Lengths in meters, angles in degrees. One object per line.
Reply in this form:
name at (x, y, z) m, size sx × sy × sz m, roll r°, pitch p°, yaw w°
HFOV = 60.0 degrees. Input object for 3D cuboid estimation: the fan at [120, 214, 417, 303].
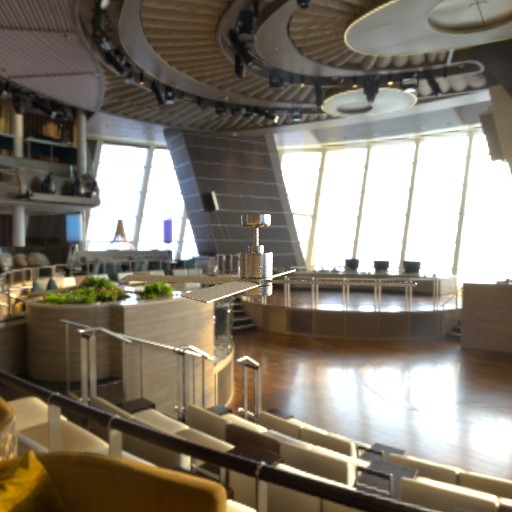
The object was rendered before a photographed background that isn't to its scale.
fan at (0.000, 0.000, 1.934) m, size 1.322 × 0.355 × 1.322 m, roll 0°, pitch 2°, yaw 16°
